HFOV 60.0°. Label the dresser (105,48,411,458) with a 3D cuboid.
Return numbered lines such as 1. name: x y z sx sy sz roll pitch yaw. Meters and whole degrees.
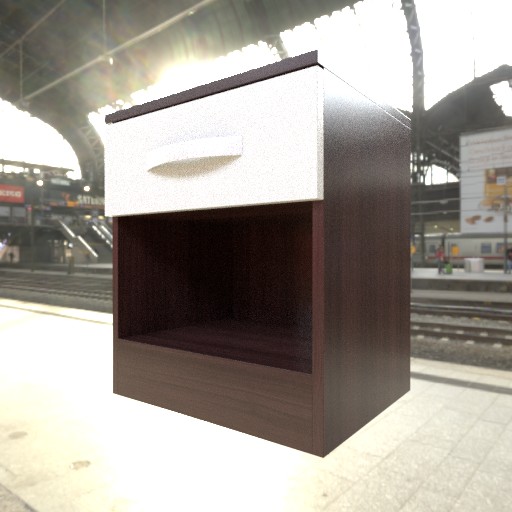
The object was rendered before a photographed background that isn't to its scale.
1. dresser: 0.000 0.000 0.742 0.400 0.470 0.360 0 0 37
